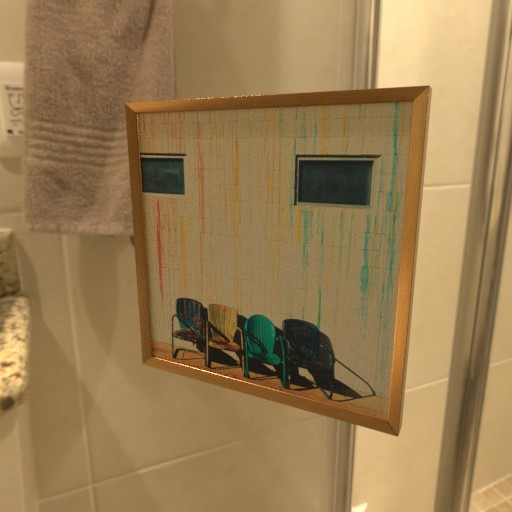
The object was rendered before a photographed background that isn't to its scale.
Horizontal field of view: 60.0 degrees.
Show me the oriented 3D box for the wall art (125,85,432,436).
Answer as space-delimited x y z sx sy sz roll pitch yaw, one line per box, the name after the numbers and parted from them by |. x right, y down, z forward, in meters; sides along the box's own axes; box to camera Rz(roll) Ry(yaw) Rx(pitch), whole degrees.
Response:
0.000 0.000 0.444 0.302 0.302 0.019 7 16 26 | wall art
